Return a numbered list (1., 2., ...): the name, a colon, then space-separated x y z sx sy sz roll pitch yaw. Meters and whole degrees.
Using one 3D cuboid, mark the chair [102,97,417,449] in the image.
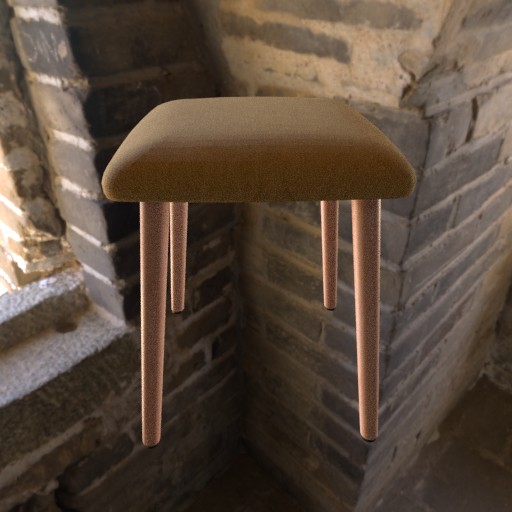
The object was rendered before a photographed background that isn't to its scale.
1. chair: 0.000 0.000 0.686 0.350 0.440 0.350 -1 30 -2
